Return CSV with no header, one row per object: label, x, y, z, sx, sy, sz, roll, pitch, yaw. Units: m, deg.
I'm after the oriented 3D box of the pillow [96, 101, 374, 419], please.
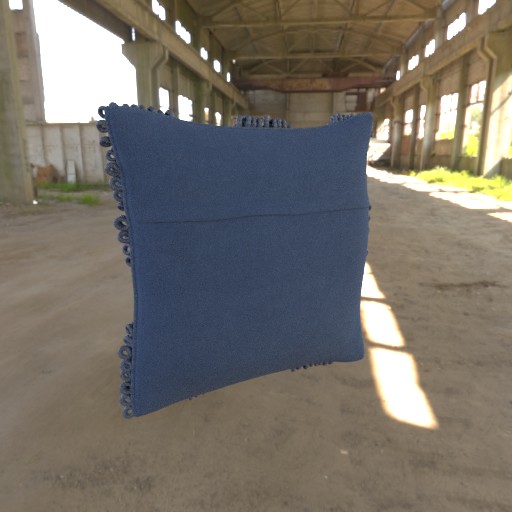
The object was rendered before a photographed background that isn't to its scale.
pillow,0.000,0.000,0.730,0.469,0.466,0.172,-7,15,-26
